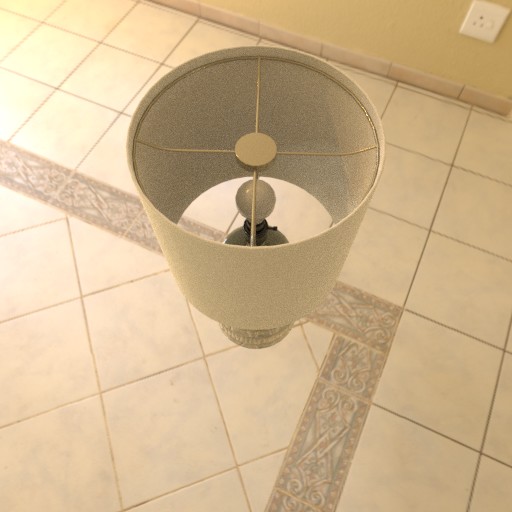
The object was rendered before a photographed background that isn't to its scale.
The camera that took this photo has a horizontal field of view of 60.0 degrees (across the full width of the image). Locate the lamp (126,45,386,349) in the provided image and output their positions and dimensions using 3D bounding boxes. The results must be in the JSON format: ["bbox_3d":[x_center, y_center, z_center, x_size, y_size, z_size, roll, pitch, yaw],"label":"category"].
[{"bbox_3d":[0.000,0.000,0.566,0.211,0.455,0.211,14,65,7],"label":"lamp"}]
